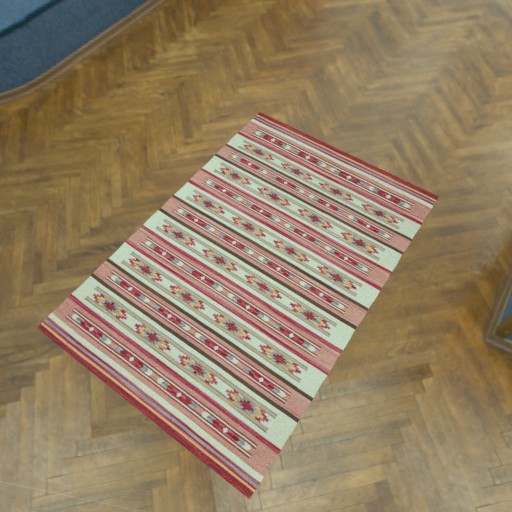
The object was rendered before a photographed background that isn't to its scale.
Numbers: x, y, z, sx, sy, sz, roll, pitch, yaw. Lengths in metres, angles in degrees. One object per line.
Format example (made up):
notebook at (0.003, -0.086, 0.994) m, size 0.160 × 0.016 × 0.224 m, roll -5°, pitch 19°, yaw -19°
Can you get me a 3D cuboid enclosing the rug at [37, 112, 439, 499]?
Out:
rug at (0.000, 0.000, 2.267) m, size 1.223 × 0.008 × 1.817 m, roll 31°, pitch 63°, yaw 18°
